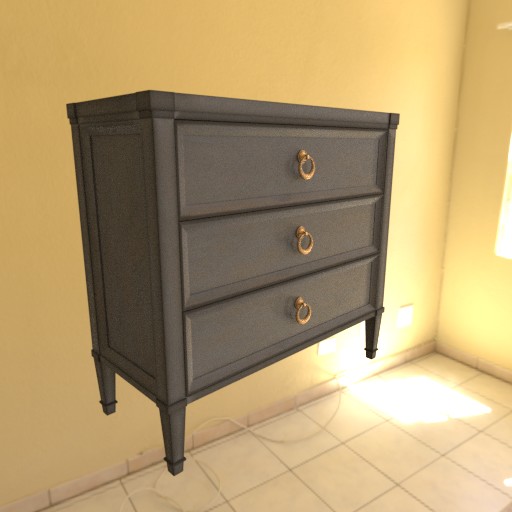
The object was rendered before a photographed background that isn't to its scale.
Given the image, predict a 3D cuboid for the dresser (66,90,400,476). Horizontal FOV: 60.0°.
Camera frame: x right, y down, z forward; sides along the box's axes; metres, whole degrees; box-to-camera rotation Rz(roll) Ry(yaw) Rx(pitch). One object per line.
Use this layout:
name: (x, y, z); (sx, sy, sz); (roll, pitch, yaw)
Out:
dresser: (0.000, 0.000, 1.565); (1.049, 0.986, 0.463); (-13, 19, -42)
